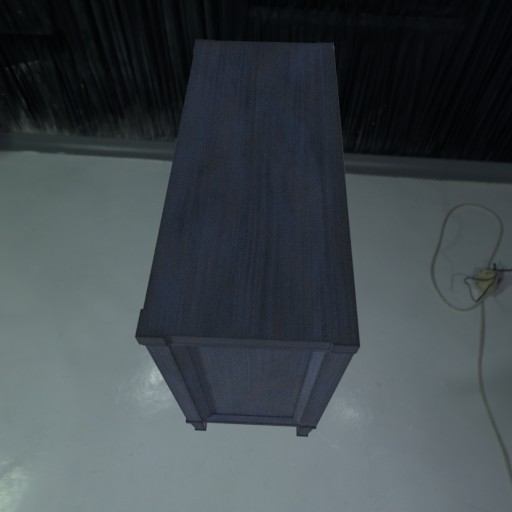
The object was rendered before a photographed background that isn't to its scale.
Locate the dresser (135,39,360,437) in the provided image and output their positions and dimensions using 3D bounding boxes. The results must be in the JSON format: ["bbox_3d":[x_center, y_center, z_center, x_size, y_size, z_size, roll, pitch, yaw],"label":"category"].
[{"bbox_3d":[0.000,0.000,1.588,0.463,0.986,1.049,2,57,1],"label":"dresser"}]
